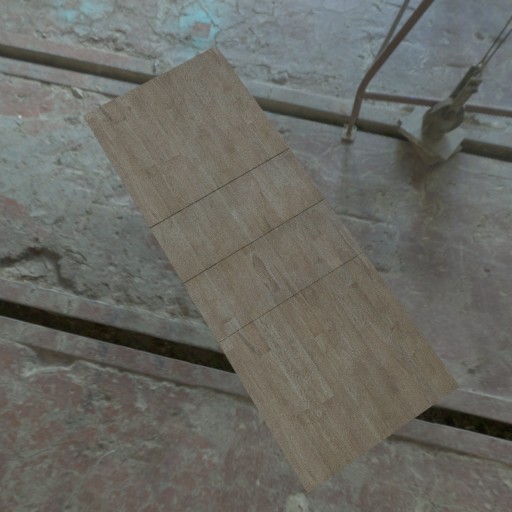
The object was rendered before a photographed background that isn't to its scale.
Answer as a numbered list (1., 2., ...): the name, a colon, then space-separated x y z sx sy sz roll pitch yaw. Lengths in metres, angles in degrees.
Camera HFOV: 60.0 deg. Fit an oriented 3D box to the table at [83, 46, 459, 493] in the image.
1. table: 0.000 0.000 3.003 1.000 0.752 2.603 -31 77 -8
